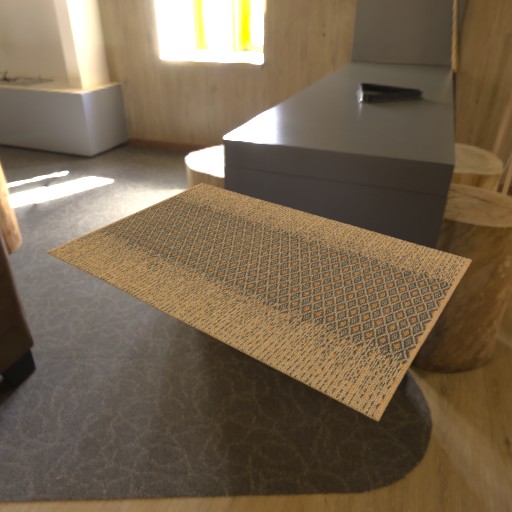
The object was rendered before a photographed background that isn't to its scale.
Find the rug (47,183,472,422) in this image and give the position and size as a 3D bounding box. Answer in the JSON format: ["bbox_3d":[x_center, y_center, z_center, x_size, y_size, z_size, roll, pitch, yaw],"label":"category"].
[{"bbox_3d":[0.000,0.000,2.283,1.828,0.005,1.219,20,36,30],"label":"rug"}]
